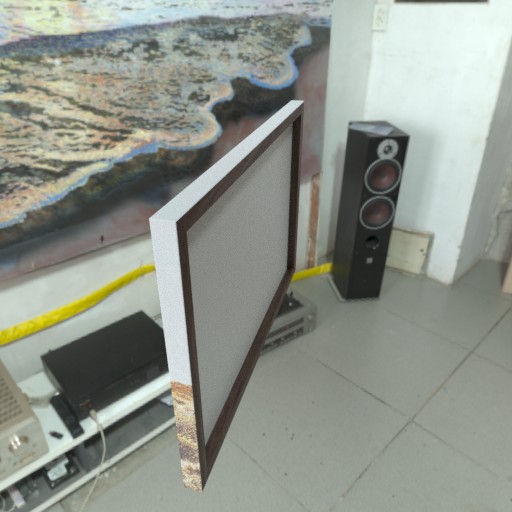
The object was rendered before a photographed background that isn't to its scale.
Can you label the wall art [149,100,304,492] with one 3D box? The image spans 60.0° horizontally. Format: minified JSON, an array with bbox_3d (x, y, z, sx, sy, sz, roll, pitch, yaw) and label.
[{"bbox_3d":[0.000,0.000,1.424,0.051,0.761,1.138,8,31,14],"label":"wall art"}]
